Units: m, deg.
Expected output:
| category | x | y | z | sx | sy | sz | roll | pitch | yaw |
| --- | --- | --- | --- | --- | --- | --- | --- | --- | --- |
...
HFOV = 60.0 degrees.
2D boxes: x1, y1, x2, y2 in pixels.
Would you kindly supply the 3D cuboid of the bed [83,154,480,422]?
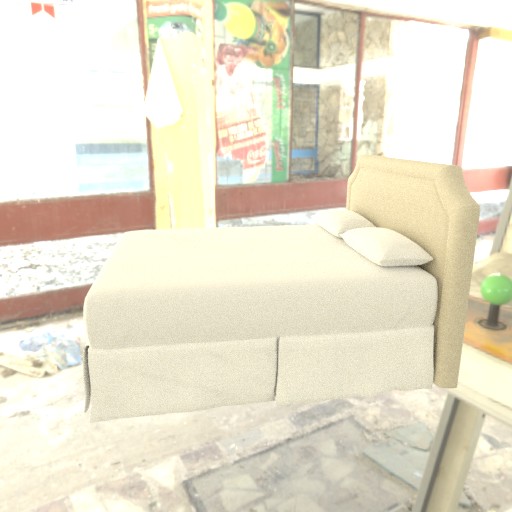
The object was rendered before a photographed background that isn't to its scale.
| category | x | y | z | sx | sy | sz | roll | pitch | yaw |
| --- | --- | --- | --- | --- | --- | --- | --- | --- | --- |
| bed | 0.000 | 0.000 | 3.042 | 2.116 | 1.290 | 1.693 | -2 | 16 | -9 |
